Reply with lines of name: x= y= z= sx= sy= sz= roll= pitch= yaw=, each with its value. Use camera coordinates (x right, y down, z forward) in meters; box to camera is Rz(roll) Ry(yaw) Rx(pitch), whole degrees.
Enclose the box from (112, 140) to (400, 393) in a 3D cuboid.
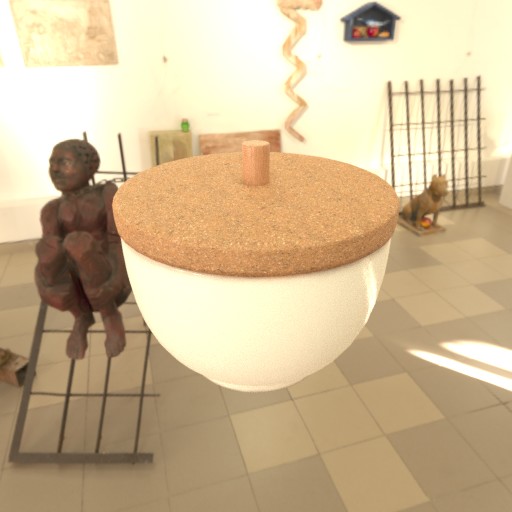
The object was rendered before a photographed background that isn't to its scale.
box: x=0.000 y=0.000 z=0.185 sx=0.107 sy=0.094 sz=0.107 roll=0 pitch=27 yaw=0
